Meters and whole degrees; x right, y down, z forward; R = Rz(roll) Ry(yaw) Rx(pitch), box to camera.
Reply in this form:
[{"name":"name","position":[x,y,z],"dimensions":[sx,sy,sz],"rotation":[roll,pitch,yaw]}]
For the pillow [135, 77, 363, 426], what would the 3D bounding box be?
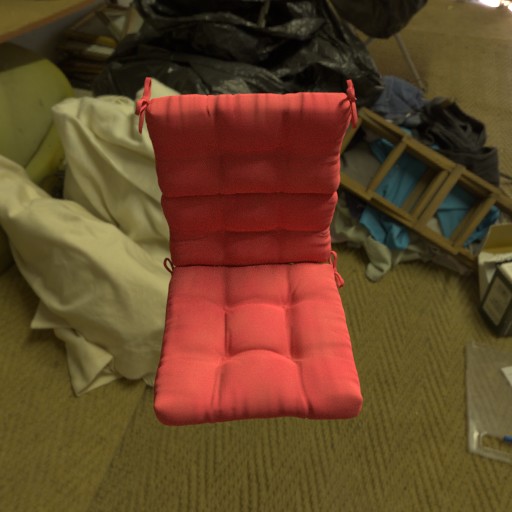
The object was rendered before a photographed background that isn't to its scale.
[{"name":"pillow","position":[0.000,0.000,1.020],"dimensions":[0.519,0.605,0.571],"rotation":[-2,47,-1]}]
